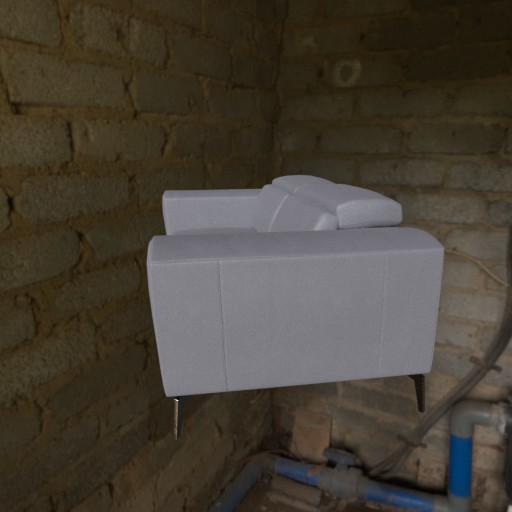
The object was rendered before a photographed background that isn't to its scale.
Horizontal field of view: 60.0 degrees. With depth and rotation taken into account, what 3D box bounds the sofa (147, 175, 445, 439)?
[{"bbox_3d":[0.000,0.000,2.355,1.003,0.779,1.895,-2,15,-9],"label":"sofa"}]
